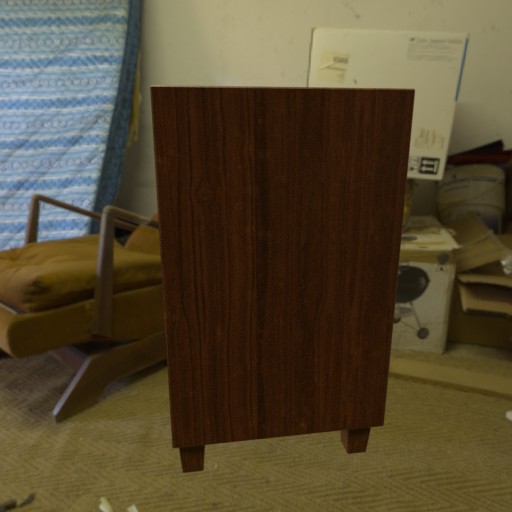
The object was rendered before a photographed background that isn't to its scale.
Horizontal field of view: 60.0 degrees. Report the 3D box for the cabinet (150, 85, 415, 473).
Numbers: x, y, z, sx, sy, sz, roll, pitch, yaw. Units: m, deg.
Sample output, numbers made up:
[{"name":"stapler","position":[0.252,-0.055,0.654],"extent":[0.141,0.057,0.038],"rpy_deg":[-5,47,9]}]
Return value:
[{"name":"cabinet","position":[0.000,0.000,1.041],"extent":[0.410,0.695,0.607],"rpy_deg":[-3,16,-9]}]
